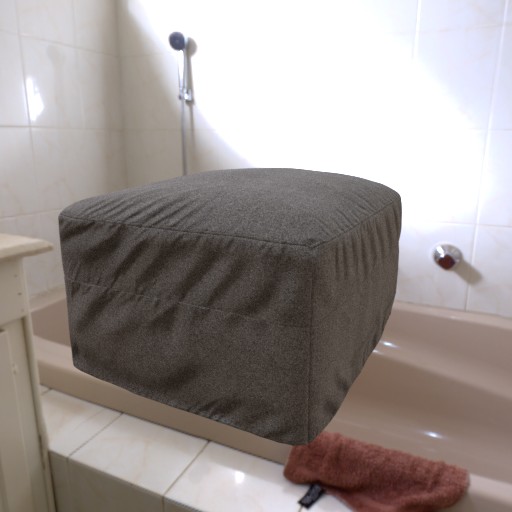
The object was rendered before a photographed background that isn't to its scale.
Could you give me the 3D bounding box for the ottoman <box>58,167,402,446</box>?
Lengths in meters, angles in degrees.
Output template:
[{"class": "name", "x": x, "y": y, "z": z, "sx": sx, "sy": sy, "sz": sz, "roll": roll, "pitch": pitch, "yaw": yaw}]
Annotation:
[{"class": "ottoman", "x": 0.000, "y": 0.000, "z": 1.249, "sx": 0.683, "sy": 0.481, "sz": 0.837, "roll": 7, "pitch": 16, "yaw": 27}]
